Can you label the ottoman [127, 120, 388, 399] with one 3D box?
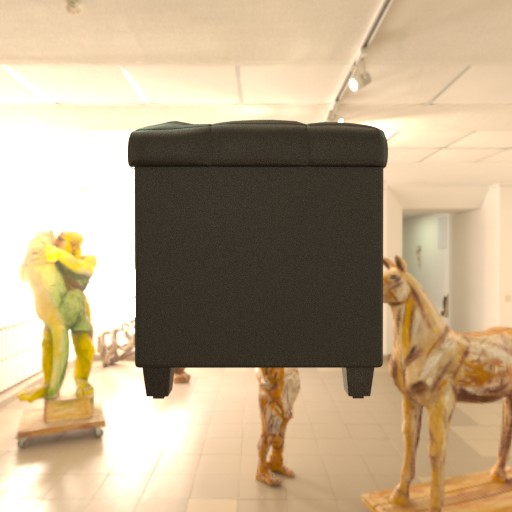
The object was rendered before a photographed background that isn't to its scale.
[{"bbox_3d":[0.000,0.000,1.121,0.432,0.470,0.838,0,1,0],"label":"ottoman"}]
